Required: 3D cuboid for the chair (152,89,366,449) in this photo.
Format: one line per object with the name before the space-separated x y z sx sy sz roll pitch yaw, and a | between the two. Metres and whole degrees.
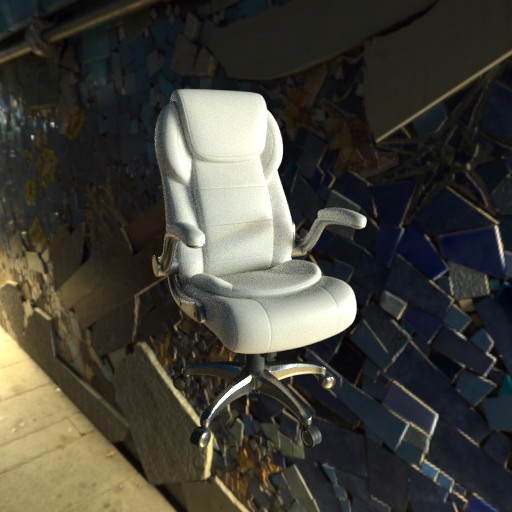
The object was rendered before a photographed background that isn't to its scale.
chair | 0.000 0.000 1.816 0.755 1.330 0.806 -8 17 -27
